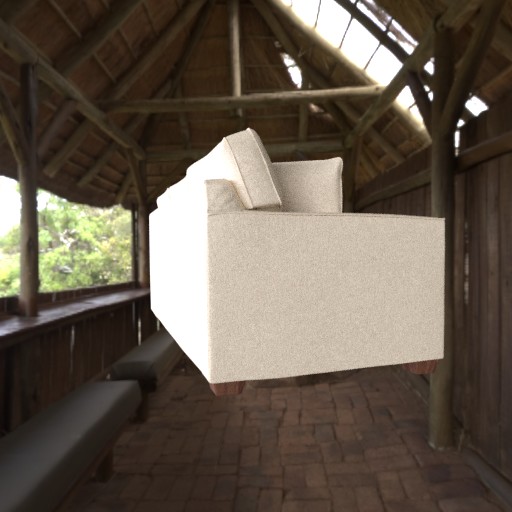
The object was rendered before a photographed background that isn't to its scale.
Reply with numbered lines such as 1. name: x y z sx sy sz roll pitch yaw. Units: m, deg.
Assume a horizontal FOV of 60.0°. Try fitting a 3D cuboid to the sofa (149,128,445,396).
1. sofa: 0.000 0.000 2.572 1.034 0.946 1.962 0 1 -19
